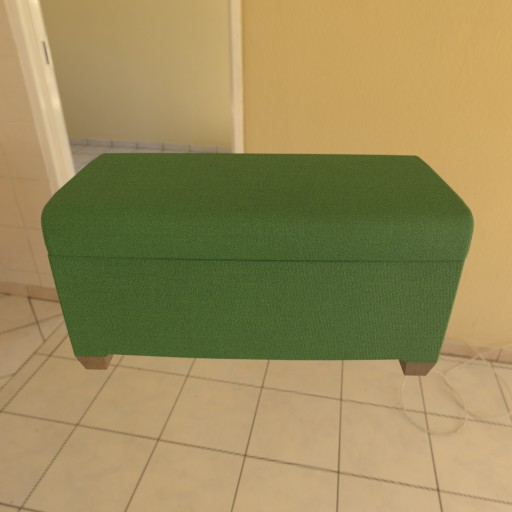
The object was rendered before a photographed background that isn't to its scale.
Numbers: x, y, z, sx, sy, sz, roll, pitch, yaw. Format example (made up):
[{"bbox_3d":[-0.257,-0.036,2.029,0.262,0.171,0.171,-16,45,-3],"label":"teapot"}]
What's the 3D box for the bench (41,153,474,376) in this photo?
[{"bbox_3d":[0.000,0.000,1.273,0.989,0.501,0.505,1,30,1],"label":"bench"}]
